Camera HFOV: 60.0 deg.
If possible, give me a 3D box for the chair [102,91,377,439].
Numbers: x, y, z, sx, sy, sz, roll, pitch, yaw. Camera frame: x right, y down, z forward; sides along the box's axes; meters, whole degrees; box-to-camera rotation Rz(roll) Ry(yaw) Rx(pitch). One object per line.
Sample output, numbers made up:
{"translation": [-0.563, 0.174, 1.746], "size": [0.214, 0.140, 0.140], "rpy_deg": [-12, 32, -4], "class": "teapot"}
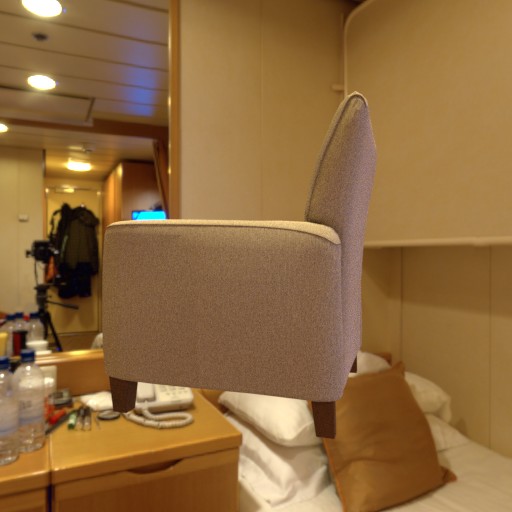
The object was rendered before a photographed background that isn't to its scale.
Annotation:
{"translation": [0.000, 0.000, 1.685], "size": [0.864, 1.014, 0.848], "rpy_deg": [0, 0, 18], "class": "chair"}
